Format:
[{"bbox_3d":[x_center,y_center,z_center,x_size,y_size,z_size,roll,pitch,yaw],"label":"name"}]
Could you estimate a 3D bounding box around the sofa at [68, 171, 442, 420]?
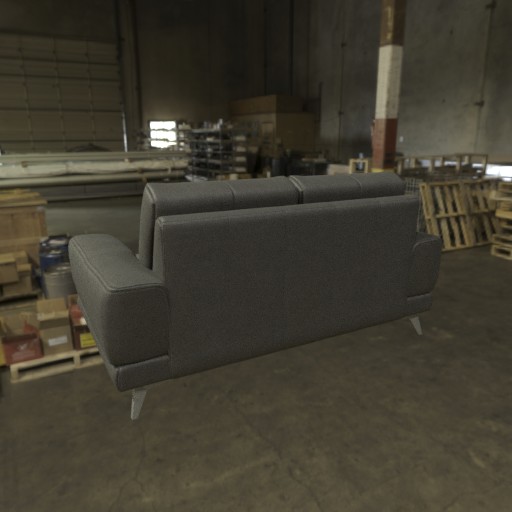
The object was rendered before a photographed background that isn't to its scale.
[{"bbox_3d":[0.000,0.000,2.409,1.806,0.907,1.018,-8,17,-28],"label":"sofa"}]
